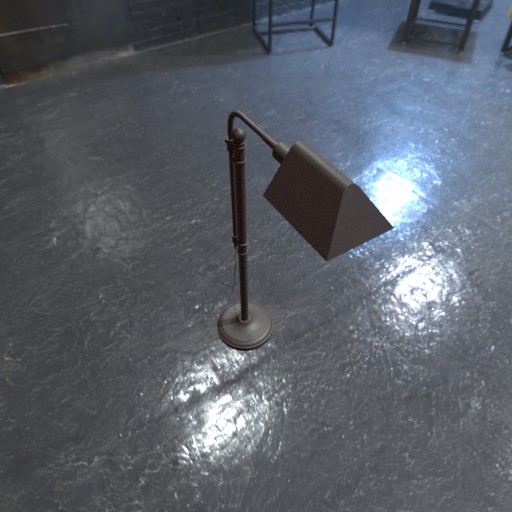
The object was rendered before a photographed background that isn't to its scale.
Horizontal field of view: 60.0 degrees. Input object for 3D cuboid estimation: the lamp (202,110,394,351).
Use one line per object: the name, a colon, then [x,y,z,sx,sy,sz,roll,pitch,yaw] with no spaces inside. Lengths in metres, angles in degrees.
lamp: [0.000,0.000,0.964,0.159,0.708,0.545,-25,52,-21]
